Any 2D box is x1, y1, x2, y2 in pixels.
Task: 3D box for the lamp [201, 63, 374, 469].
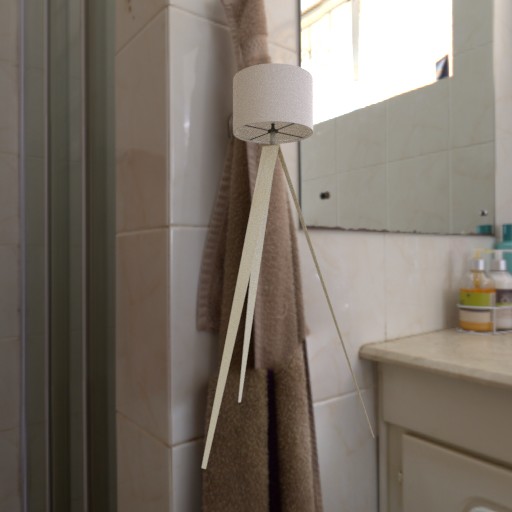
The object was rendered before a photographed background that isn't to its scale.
[{"bbox_3d":[0.000,0.000,1.940,0.724,1.524,0.716,0,0,-36],"label":"lamp"}]
